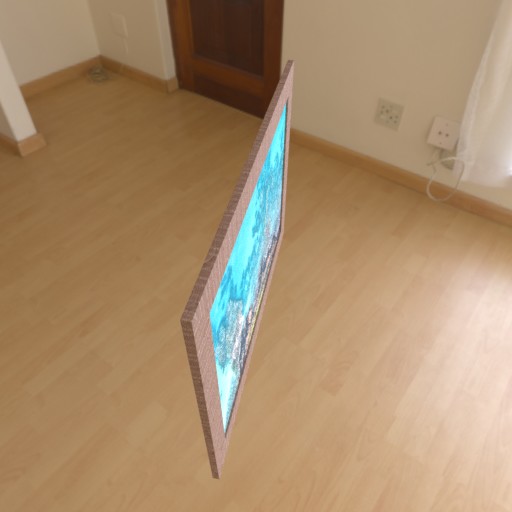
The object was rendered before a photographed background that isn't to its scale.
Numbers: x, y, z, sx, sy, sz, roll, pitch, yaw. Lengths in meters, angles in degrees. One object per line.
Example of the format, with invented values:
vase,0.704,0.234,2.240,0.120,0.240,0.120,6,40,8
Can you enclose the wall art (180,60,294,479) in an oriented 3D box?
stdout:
wall art,0.000,0.000,1.348,0.020,0.761,1.056,9,47,9
